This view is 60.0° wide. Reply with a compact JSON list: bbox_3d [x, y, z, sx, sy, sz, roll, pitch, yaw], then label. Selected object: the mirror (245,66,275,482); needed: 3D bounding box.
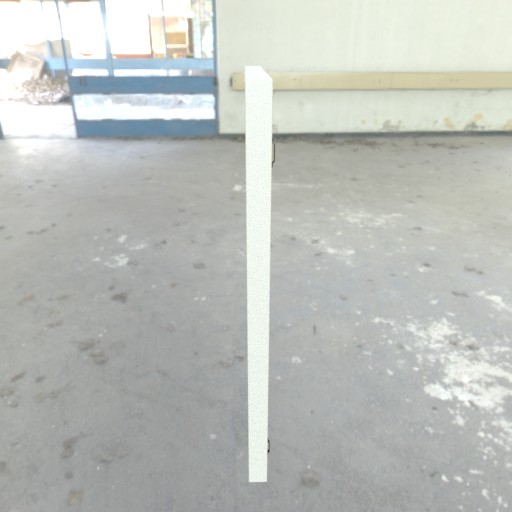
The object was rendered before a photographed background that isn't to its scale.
[{"bbox_3d":[0.000,0.000,0.921,0.039,0.710,0.507,-1,25,-1],"label":"mirror"}]
